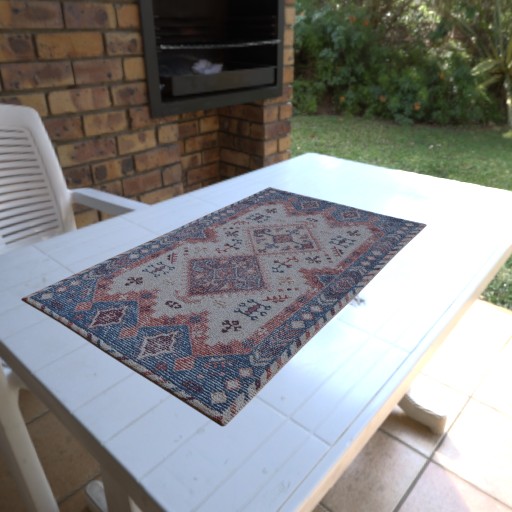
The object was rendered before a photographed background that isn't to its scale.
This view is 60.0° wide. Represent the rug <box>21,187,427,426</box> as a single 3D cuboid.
[{"bbox_3d":[0.000,0.000,2.999,1.521,0.023,2.464,19,33,32],"label":"rug"}]
